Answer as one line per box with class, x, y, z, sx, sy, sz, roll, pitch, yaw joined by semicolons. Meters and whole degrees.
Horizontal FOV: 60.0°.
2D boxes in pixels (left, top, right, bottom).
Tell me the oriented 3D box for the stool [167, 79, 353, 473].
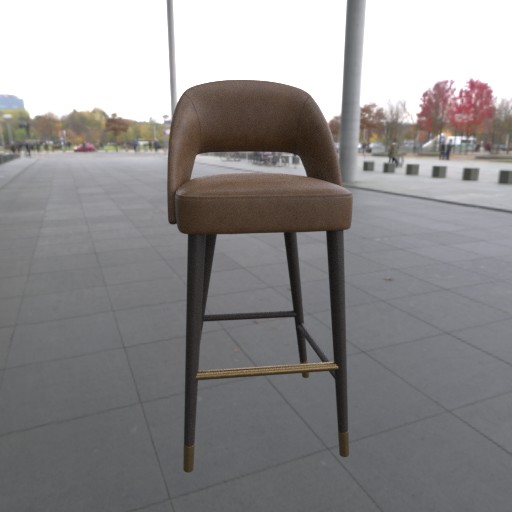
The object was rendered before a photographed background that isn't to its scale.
stool;0.000;0.000;1.307;0.494;1.037;0.509;-2;14;-8
